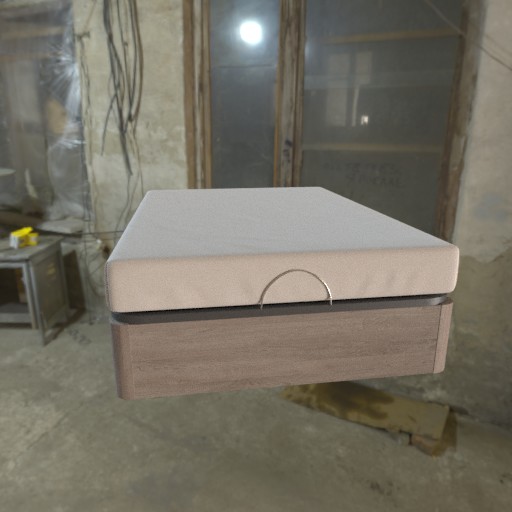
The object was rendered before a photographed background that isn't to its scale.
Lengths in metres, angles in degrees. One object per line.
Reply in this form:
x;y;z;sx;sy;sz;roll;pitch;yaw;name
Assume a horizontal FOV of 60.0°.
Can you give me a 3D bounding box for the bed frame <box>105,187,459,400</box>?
0.000;0.000;2.618;1.400;0.561;1.900;-2;16;-8;bed frame
